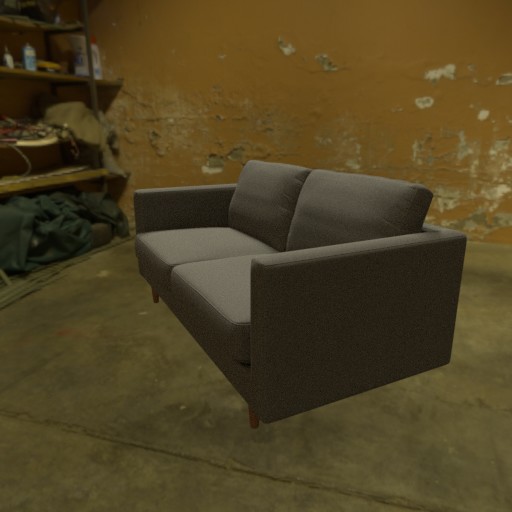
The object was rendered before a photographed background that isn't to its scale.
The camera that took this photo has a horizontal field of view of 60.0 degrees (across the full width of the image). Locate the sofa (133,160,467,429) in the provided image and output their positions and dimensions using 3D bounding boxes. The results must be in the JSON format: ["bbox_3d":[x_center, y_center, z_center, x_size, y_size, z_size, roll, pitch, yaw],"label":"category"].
[{"bbox_3d":[0.000,0.000,2.254,0.940,0.866,1.713,-8,18,-26],"label":"sofa"}]
